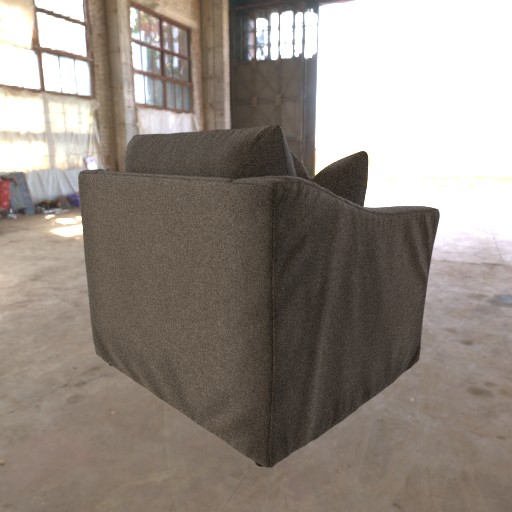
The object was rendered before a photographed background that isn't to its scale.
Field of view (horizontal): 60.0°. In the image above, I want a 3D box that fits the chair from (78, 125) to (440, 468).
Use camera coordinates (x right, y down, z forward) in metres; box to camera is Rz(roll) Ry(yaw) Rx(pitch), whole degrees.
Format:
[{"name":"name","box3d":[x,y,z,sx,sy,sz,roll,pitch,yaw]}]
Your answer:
[{"name":"chair","box3d":[0.000,0.000,1.970,1.194,1.059,1.071,13,18,43]}]
